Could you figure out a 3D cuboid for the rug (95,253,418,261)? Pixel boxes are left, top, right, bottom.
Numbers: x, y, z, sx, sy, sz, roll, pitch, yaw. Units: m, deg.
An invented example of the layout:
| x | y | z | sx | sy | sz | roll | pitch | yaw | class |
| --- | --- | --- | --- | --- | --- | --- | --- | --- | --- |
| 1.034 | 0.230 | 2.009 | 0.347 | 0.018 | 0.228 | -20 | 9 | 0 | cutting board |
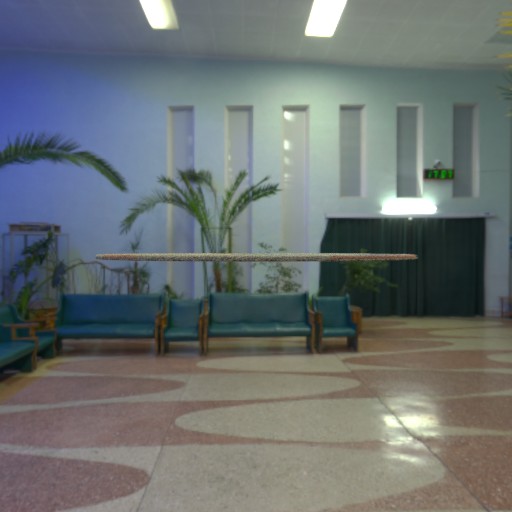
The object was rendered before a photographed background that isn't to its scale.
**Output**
| x | y | z | sx | sy | sz | roll | pitch | yaw | class |
| --- | --- | --- | --- | --- | --- | --- | --- | --- | --- |
| 0.000 | 0.000 | 3.590 | 2.461 | 0.033 | 2.461 | 0 | 1 | 0 | rug |
